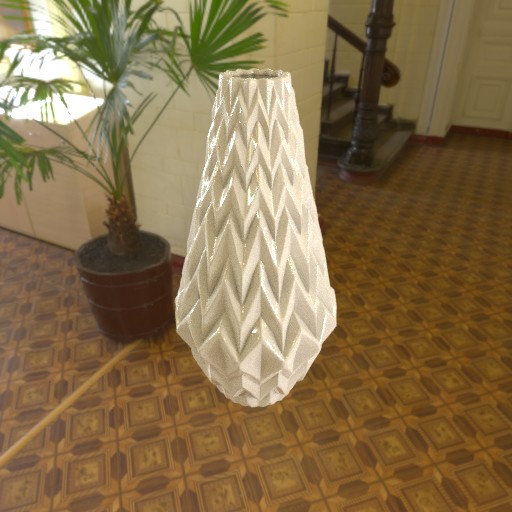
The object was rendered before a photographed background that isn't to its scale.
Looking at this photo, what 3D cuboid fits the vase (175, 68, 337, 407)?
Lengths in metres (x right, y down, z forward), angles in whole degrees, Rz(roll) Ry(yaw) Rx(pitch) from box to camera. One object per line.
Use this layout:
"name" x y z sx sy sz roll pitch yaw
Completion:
"vase" 0.000 0.000 0.426 0.167 0.328 0.167 0 31 0
